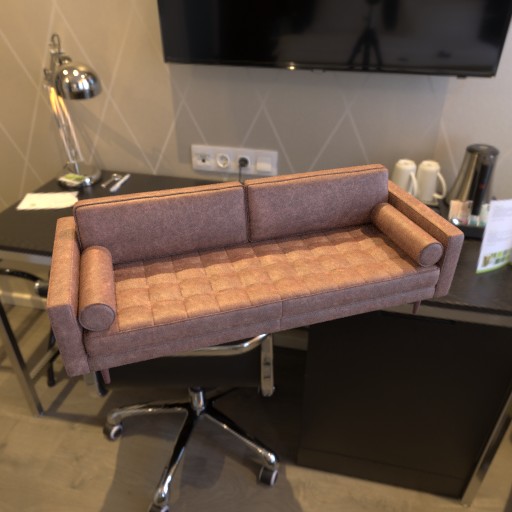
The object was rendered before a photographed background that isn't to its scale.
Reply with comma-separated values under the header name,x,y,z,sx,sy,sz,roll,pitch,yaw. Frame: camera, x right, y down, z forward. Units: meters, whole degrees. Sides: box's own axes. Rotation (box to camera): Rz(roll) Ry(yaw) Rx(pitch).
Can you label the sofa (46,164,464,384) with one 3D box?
name,x,y,z,sx,sy,sz,roll,pitch,yaw
sofa,0.000,0.000,2.648,2.210,0.762,0.914,-10,34,-15
